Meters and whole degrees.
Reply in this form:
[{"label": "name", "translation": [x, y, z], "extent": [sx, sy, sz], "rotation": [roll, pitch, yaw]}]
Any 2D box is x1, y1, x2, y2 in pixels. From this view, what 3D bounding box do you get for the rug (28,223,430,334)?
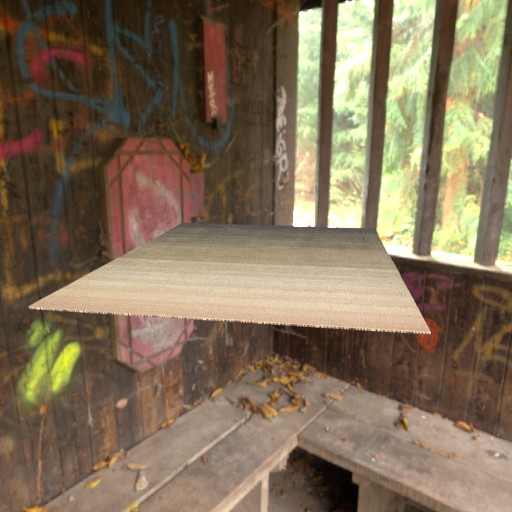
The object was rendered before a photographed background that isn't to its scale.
[{"label": "rug", "translation": [0.000, 0.000, 3.881], "extent": [2.315, 0.015, 2.932], "rotation": [2, 14, 9]}]
